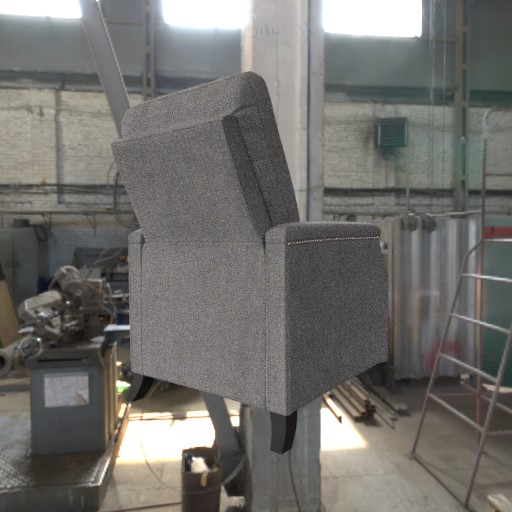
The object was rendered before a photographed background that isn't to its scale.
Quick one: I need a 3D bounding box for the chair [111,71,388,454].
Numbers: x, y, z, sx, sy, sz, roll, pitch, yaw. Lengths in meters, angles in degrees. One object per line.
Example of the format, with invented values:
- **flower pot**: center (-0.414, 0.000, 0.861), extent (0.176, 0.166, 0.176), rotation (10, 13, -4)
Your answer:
- **chair**: center (0.000, 0.000, 1.653), extent (0.710, 1.049, 0.922), rotation (1, 2, 37)
